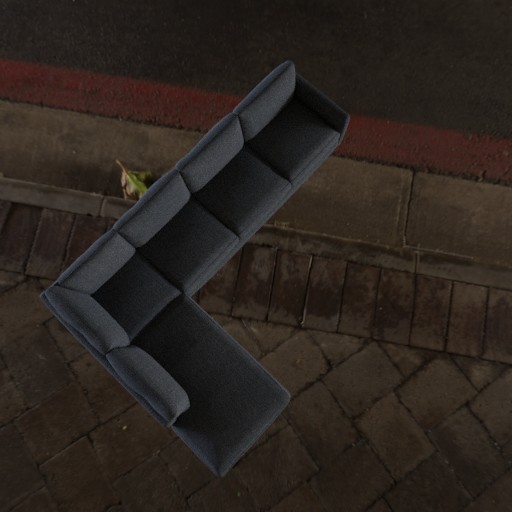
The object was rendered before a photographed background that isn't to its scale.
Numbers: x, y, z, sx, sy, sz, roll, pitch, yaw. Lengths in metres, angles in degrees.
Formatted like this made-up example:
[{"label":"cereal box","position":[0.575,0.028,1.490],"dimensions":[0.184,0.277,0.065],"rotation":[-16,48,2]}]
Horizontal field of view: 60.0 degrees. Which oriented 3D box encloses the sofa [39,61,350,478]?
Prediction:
[{"label":"sofa","position":[0.000,0.000,3.763],"dimensions":[2.007,0.815,2.949],"rotation":[42,80,9]}]
